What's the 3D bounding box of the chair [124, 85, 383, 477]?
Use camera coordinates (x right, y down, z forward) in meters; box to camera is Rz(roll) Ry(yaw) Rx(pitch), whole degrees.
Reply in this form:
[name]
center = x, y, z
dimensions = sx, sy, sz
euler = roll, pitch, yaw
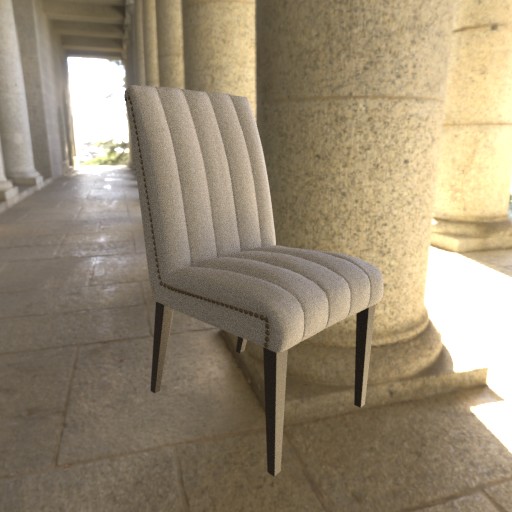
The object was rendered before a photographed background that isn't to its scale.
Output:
[chair]
center = 0.000, 0.000, 1.384
dimensions = 0.647, 1.016, 0.511
euler = 14, 20, 42
